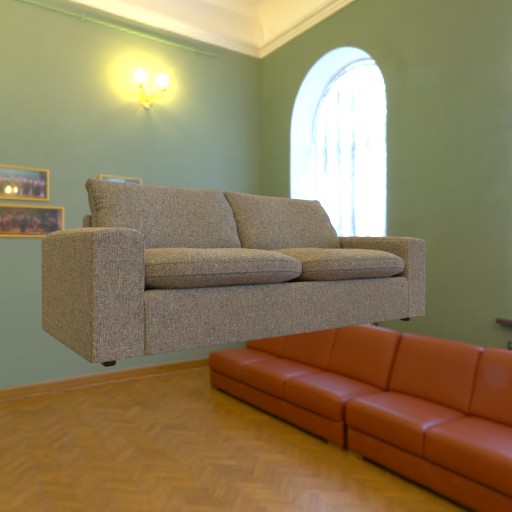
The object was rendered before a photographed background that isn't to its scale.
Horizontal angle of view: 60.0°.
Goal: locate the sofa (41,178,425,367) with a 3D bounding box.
[{"bbox_3d":[0.000,0.000,2.804,2.299,0.922,1.040,0,1,-36],"label":"sofa"}]
